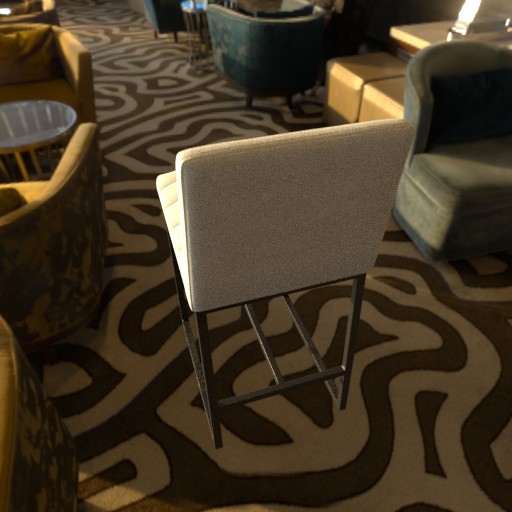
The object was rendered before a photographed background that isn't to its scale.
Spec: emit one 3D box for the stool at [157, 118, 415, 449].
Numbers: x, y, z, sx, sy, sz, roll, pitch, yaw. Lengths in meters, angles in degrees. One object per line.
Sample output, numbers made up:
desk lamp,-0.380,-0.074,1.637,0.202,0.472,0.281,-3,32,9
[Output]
stool,0.000,0.000,1.261,0.459,0.971,0.567,-12,42,-14
